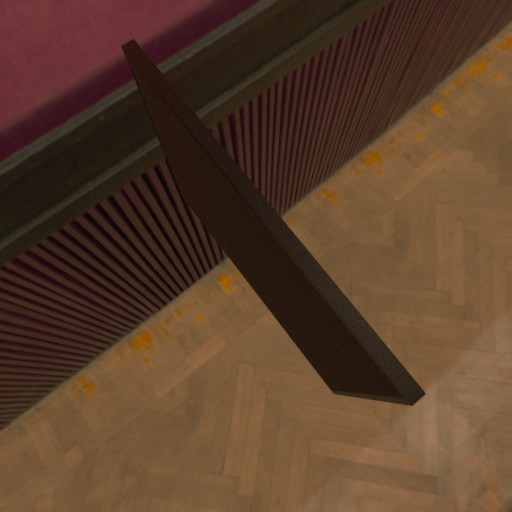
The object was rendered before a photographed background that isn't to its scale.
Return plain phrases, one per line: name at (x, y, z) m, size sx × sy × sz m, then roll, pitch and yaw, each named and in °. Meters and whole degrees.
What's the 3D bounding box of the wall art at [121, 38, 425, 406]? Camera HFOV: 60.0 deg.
wall art at (0.000, 0.000, 0.699) m, size 0.018 × 0.450 × 0.521 m, roll -36°, pitch 77°, yaw -10°
